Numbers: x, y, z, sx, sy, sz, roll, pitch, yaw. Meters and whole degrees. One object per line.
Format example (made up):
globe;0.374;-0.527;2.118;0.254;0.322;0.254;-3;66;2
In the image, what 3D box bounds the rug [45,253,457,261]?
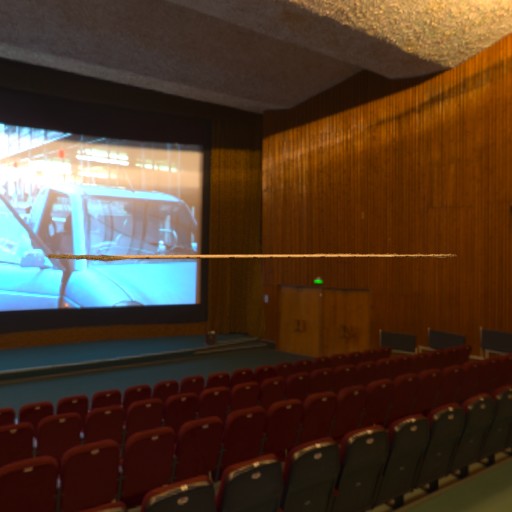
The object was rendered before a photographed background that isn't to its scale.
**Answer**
rug;0.000;0.000;2.517;2.023;0.028;1.224;0;1;-34
